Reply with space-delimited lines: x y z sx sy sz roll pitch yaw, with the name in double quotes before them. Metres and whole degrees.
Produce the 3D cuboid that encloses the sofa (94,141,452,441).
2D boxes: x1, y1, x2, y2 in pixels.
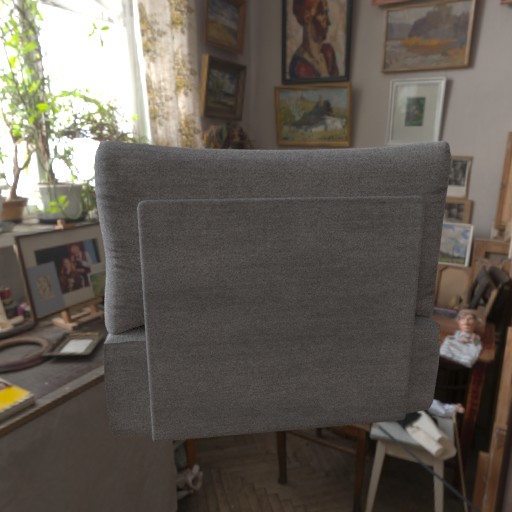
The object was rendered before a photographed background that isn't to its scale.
"sofa" 0.000 0.000 1.640 0.930 0.820 1.000 -2 14 -8
